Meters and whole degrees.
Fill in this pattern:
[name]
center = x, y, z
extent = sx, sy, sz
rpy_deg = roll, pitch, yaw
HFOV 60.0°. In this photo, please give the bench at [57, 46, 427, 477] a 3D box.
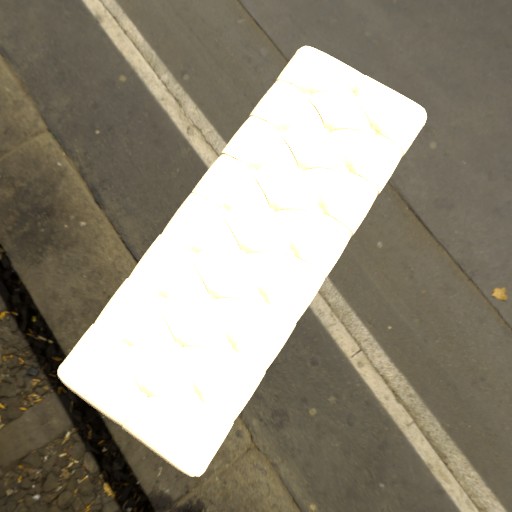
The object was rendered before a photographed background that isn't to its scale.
[bench]
center = 0.000, 0.000, 1.264
extent = 0.400, 0.470, 1.054
rpy_deg = 33, 77, 8
